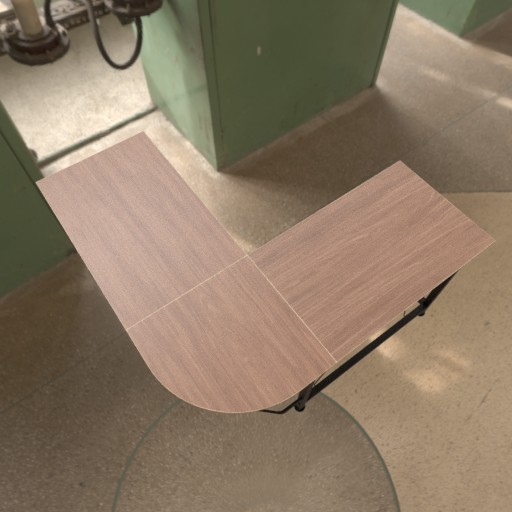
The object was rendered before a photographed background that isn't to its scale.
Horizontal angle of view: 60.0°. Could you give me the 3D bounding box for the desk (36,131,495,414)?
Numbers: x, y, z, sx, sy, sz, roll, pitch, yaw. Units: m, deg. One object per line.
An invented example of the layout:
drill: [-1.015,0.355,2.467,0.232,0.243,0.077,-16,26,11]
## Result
desk: [0.000,0.000,2.214,1.400,0.762,1.400,-32,64,-17]
